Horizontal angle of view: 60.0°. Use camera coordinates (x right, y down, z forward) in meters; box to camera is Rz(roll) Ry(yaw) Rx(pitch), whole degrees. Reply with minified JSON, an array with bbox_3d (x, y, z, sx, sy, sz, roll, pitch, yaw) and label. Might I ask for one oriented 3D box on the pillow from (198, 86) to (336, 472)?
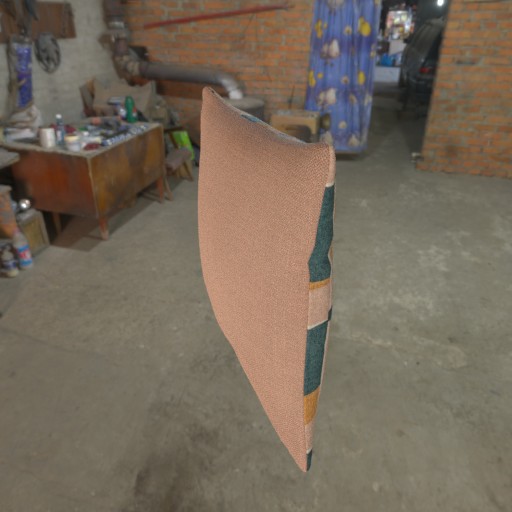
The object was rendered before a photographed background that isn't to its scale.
[{"bbox_3d":[0.000,0.000,0.735,0.158,0.479,0.478,-10,30,-18],"label":"pillow"}]
